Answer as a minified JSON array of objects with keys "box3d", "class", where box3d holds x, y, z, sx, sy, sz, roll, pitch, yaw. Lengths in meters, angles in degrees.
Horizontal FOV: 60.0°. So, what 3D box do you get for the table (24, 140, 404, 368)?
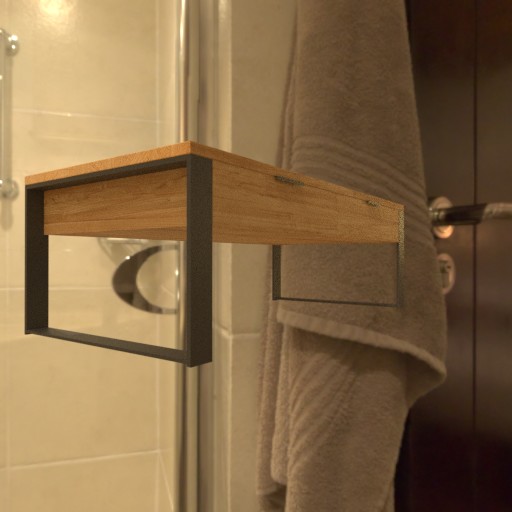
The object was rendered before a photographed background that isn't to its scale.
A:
[{"box3d":[0.000,0.000,1.424,0.590,0.400,1.180,0,0,36],"class":"table"}]
